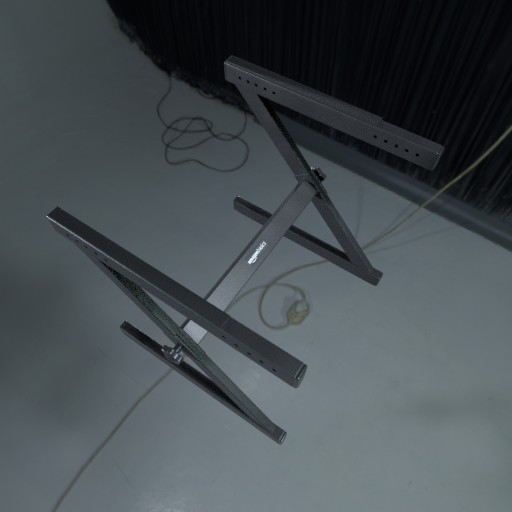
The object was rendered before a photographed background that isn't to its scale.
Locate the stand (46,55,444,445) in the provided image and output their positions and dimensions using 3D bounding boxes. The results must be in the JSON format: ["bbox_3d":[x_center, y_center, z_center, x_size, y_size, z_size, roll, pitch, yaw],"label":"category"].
[{"bbox_3d":[0.000,0.000,1.179,0.586,0.617,0.700,30,62,17],"label":"stand"}]
